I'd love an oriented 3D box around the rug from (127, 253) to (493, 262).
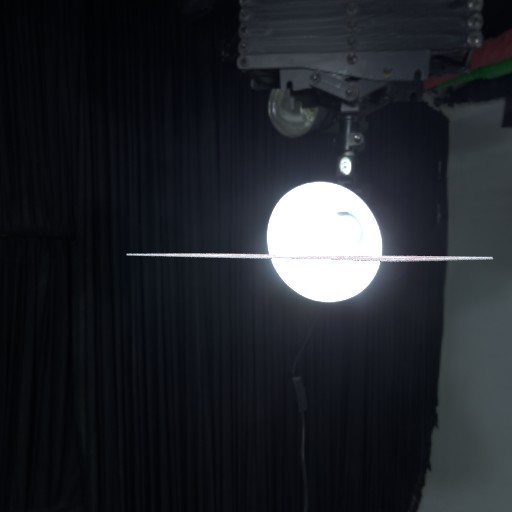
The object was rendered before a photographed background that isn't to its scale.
[{"bbox_3d":[0.000,0.000,2.487,0.666,0.011,2.294,-1,1,-36],"label":"rug"}]
